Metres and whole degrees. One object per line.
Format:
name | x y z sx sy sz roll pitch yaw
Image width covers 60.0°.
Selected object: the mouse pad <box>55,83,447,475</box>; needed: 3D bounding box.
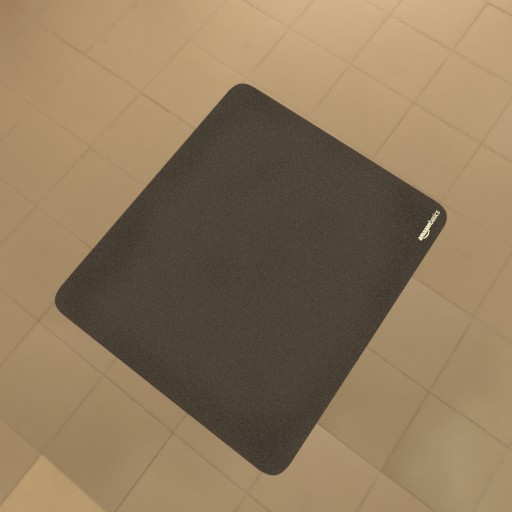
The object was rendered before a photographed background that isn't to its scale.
mouse pad | 0.000 0.000 0.637 0.393 0.002 0.451 35 77 9
